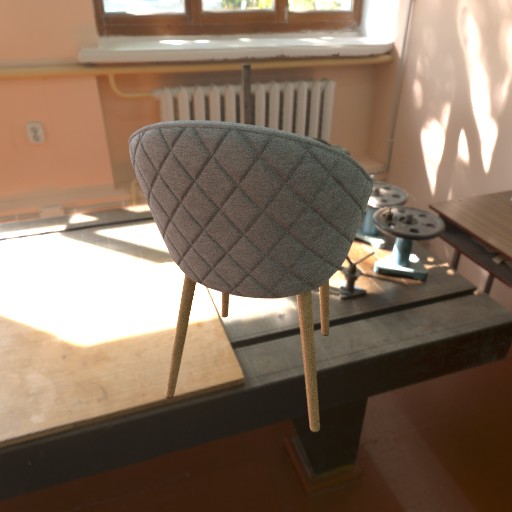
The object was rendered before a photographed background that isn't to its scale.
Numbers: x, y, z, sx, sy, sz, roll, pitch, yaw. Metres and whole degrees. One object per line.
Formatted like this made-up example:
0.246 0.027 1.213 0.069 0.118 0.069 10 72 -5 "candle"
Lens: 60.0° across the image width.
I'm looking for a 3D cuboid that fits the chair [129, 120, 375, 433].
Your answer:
0.000 0.000 1.154 0.540 0.800 0.530 8 31 14 "chair"
